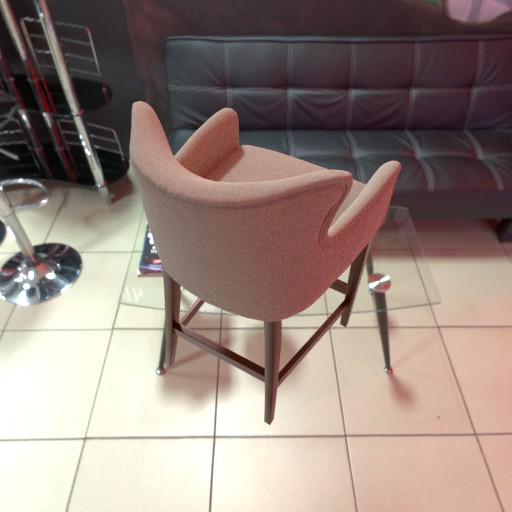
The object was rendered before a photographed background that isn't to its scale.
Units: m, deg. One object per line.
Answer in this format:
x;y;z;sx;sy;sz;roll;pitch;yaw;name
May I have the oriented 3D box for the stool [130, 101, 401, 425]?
0.000;0.000;1.406;0.615;0.987;0.637;25;51;22;stool
